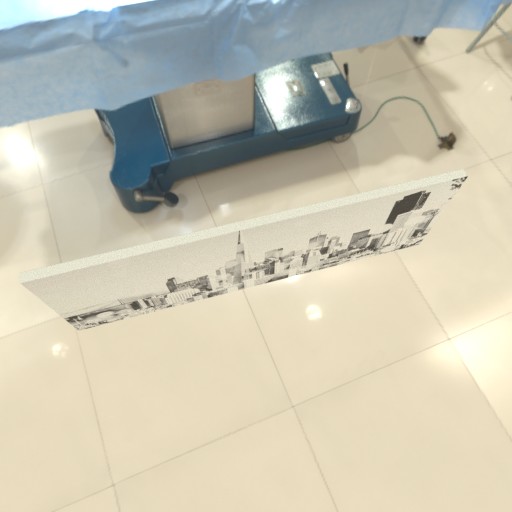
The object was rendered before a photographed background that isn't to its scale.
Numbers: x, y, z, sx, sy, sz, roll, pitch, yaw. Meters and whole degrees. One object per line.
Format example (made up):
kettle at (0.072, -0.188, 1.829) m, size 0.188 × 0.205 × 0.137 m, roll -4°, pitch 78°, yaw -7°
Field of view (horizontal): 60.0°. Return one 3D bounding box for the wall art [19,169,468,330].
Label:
wall art at (0.000, 0.000, 1.689) m, size 1.520 × 0.507 × 0.039 m, roll -14°, pitch 65°, yaw -7°
